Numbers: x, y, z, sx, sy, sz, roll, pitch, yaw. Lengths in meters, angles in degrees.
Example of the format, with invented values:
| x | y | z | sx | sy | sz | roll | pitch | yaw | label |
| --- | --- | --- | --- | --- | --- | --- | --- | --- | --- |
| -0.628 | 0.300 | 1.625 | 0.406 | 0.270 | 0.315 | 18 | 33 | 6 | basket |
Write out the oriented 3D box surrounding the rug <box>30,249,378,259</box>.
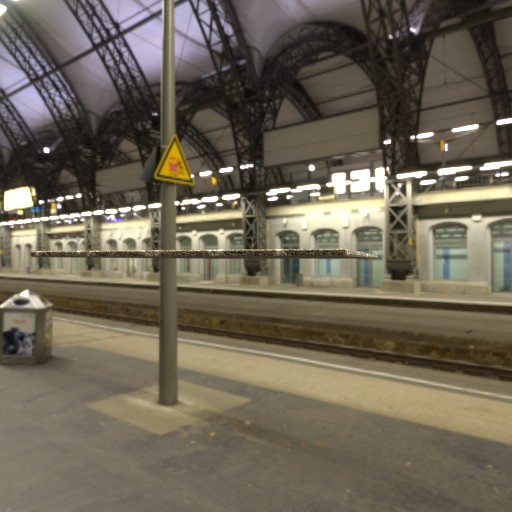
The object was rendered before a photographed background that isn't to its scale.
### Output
| x | y | z | sx | sy | sz | roll | pitch | yaw | label |
| --- | --- | --- | --- | --- | --- | --- | --- | --- | --- |
| 0.000 | 0.000 | 3.067 | 1.524 | 0.030 | 2.438 | 0 | -1 | 18 | rug |
